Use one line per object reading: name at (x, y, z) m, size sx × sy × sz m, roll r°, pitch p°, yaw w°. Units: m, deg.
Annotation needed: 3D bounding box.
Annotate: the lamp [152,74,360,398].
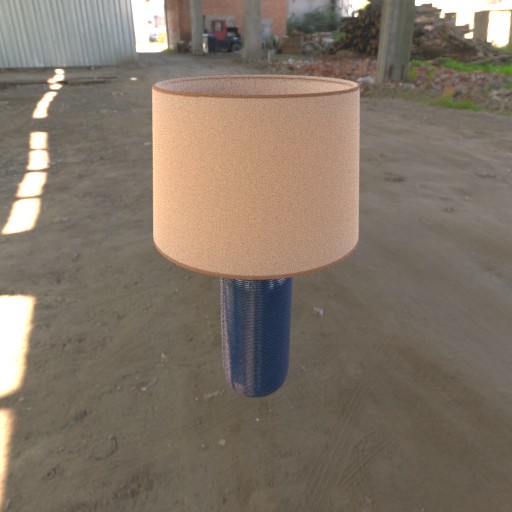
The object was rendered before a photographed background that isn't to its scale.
lamp at (0.000, 0.000, 0.833) m, size 0.367 × 0.609 × 0.367 m, roll 0°, pitch 27°, yaw 0°
